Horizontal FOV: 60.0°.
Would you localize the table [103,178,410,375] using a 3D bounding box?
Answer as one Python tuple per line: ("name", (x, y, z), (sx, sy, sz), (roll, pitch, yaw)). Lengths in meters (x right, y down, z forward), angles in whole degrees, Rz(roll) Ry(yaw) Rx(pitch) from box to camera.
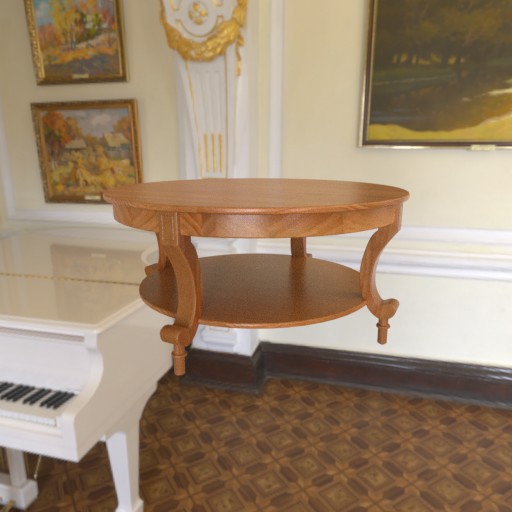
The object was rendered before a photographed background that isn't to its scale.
("table", (0.000, 0.000, 1.616), (1.029, 0.490, 1.029), (0, 14, 0))
